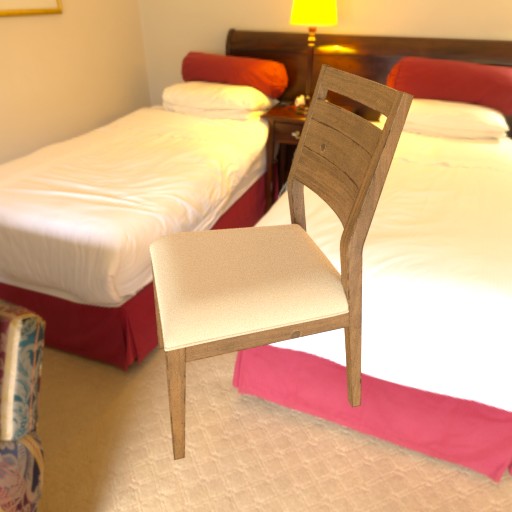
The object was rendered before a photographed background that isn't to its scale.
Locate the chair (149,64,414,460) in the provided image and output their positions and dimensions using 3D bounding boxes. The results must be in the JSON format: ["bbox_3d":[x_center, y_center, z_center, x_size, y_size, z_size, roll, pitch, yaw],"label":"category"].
[{"bbox_3d":[0.000,0.000,1.261,0.610,0.939,0.497,-8,32,-13],"label":"chair"}]
